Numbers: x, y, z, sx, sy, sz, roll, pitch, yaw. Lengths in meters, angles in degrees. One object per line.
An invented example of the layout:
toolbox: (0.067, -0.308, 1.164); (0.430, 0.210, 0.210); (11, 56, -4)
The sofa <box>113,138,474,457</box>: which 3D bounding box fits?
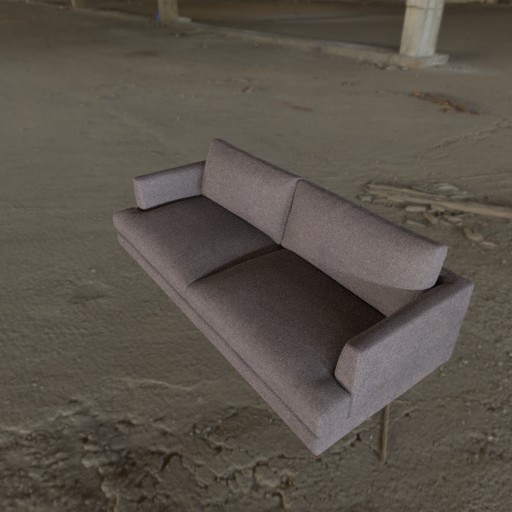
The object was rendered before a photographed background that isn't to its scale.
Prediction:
sofa: (0.000, 0.000, 2.769); (1.020, 0.868, 2.250); (-21, 38, -30)
